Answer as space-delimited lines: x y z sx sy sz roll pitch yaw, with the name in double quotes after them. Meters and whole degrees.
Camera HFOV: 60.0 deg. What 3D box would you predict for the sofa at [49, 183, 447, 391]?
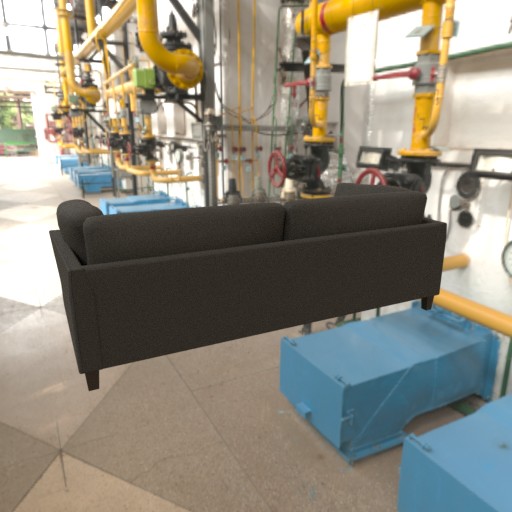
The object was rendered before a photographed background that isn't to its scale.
0.000 0.000 2.802 2.312 0.792 0.969 -8 17 -26 "sofa"
